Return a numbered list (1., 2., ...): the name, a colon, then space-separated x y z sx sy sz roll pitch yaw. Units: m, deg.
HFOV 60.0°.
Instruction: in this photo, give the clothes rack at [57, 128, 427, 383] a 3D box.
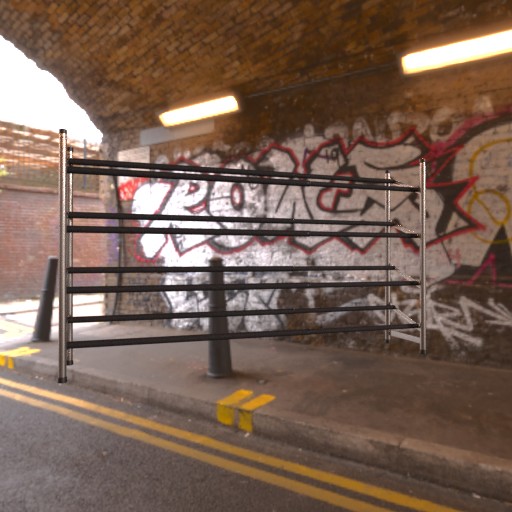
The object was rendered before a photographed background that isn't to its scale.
1. clothes rack: 0.000 0.000 1.450 1.168 0.672 0.229 0 0 -18
